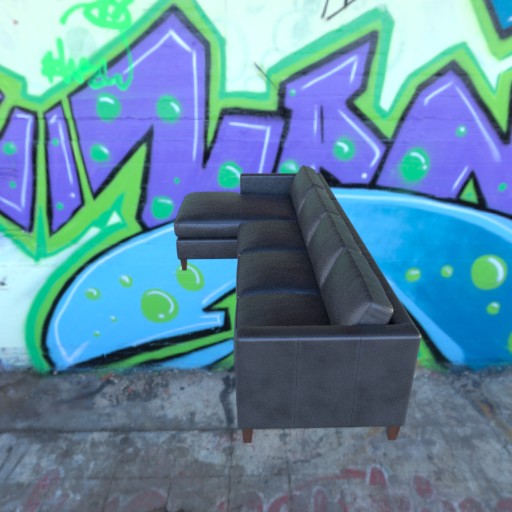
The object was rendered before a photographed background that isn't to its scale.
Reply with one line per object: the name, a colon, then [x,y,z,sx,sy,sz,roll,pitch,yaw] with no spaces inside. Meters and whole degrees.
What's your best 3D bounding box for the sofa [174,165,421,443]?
sofa: [0.000,0.000,3.755,1.581,0.883,3.203,-1,25,-1]
